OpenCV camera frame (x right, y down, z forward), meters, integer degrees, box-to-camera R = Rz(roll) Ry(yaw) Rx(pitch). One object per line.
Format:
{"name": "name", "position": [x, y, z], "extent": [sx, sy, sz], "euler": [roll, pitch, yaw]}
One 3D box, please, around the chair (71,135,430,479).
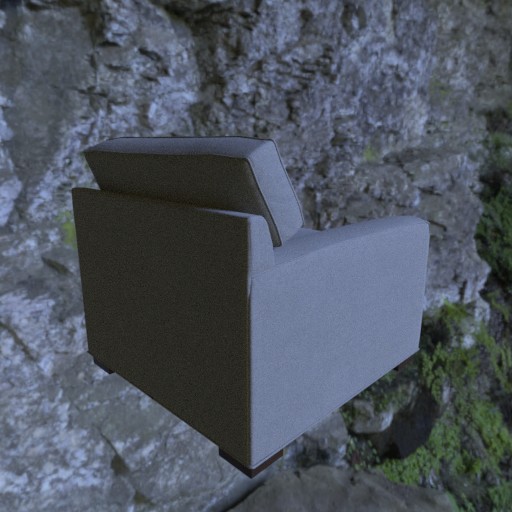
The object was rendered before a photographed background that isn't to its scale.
{"name": "chair", "position": [0.000, 0.000, 1.797], "extent": [0.999, 0.934, 1.044], "euler": [14, 20, 43]}
